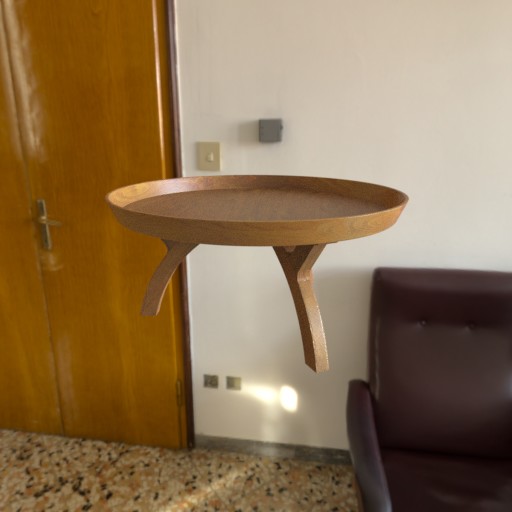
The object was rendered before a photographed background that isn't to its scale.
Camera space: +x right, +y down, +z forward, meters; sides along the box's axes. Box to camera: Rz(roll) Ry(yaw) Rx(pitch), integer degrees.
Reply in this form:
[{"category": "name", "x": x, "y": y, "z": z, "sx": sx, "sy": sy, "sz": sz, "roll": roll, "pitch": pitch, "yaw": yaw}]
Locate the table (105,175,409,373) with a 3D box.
[{"category": "table", "x": 0.000, "y": 0.000, "z": 1.596, "sx": 1.016, "sy": 0.470, "sz": 1.016, "roll": 0, "pitch": 17, "yaw": 0}]
